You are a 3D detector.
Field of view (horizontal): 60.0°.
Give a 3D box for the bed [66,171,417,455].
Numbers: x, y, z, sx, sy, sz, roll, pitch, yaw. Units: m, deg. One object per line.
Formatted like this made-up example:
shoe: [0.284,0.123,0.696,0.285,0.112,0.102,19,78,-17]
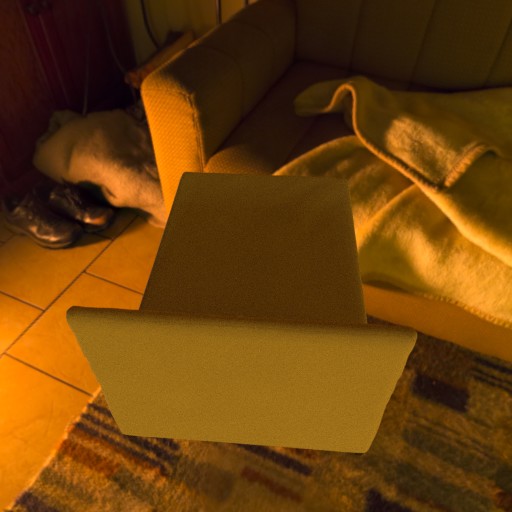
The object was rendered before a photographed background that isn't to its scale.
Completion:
bed: [0.000,0.000,3.395,1.698,1.427,2.387,3,46,3]
